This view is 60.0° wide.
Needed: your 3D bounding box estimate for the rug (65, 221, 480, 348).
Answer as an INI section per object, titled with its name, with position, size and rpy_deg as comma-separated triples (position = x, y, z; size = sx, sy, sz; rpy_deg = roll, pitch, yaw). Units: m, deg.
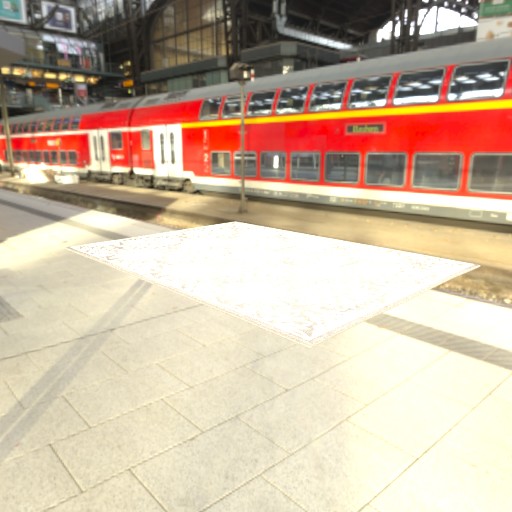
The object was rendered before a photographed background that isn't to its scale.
[rug]
position = 0.000, 0.000, 2.886
size = 1.608, 0.014, 2.213
rpy_deg = -13, 19, -42
